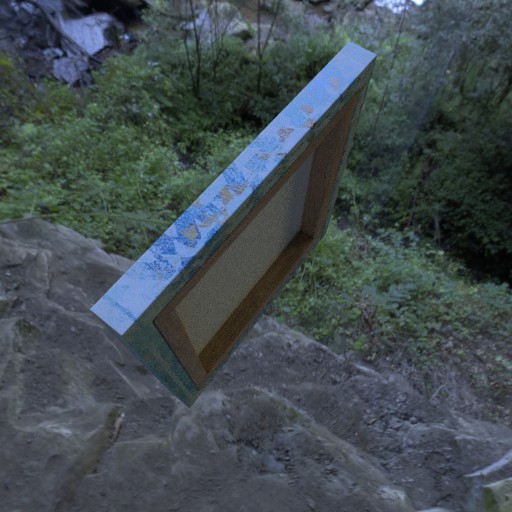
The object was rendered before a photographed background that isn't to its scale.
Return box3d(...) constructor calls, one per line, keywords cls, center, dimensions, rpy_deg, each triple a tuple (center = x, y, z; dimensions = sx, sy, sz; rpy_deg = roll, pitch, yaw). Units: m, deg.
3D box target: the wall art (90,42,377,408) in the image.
box3d(cls="wall art", center=(0.000, 0.000, 0.610), dimensions=(0.037, 0.405, 0.405), rpy_deg=(34, 68, 16))
